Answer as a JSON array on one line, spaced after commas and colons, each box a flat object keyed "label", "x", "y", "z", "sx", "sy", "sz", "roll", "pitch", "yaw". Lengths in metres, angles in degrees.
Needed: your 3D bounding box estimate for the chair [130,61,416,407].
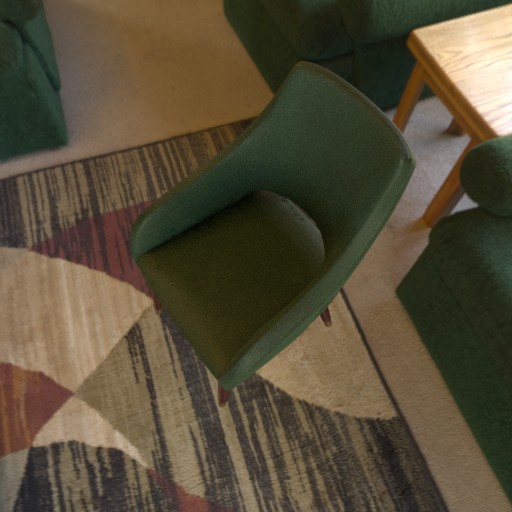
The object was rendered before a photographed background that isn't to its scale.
[{"label": "chair", "x": 0.000, "y": 0.000, "z": 1.628, "sx": 0.794, "sy": 1.081, "sz": 0.683, "roll": -34, "pitch": 68, "yaw": -16}]
